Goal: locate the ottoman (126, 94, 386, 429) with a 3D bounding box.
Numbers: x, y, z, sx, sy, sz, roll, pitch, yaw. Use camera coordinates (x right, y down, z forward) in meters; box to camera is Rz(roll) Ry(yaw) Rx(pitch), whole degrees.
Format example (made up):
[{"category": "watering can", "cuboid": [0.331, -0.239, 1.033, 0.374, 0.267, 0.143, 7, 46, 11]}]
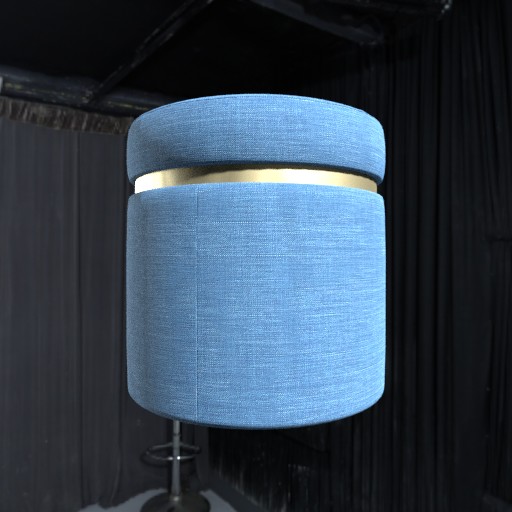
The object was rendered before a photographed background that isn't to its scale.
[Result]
[{"category": "ottoman", "cuboid": [0.000, 0.000, 0.709, 0.398, 0.406, 0.398, 0, 1, 0]}]
